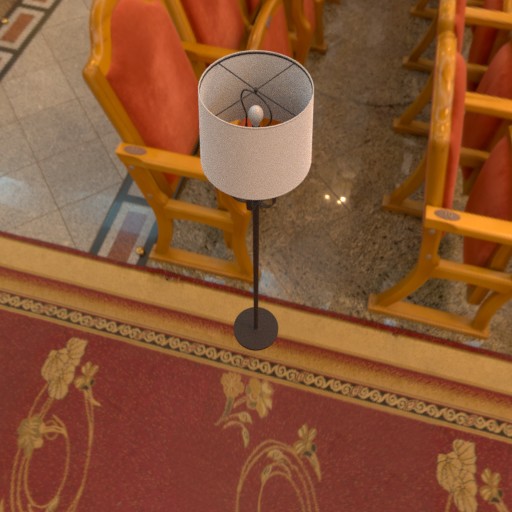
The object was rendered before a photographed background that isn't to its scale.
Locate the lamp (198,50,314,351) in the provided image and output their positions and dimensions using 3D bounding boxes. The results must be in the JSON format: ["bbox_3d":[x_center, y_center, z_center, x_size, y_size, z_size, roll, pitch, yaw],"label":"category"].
[{"bbox_3d":[0.000,0.000,1.594,0.286,1.462,0.286,13,61,7],"label":"lamp"}]
